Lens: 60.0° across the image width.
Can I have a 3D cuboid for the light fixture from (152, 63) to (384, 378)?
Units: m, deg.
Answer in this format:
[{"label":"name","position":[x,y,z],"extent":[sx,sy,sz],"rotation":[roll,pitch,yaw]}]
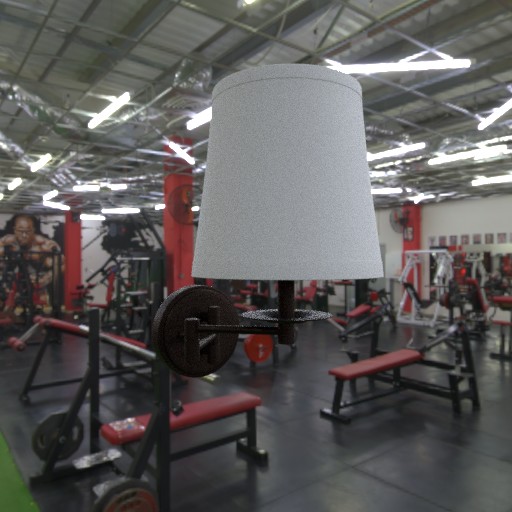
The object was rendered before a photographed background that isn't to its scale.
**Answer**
[{"label":"light fixture","position":[0.000,0.000,0.260],"extent":[0.100,0.172,0.157],"rotation":[0,-1,-35]}]
